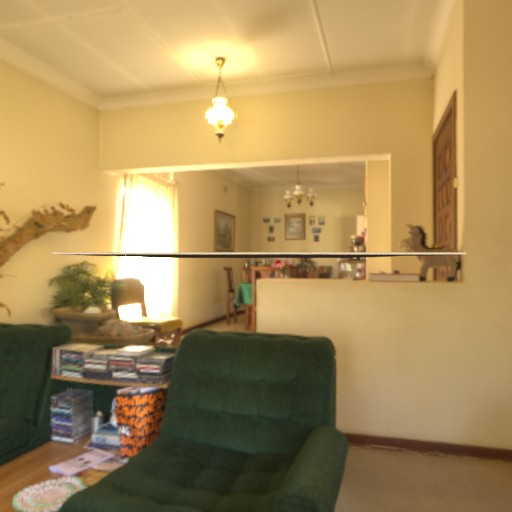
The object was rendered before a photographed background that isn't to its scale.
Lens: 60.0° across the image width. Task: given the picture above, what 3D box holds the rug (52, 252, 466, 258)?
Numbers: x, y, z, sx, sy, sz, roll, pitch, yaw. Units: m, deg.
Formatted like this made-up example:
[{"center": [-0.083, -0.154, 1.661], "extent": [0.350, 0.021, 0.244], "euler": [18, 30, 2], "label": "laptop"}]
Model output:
[{"center": [0.000, 0.000, 4.279], "extent": [2.449, 0.019, 3.357], "euler": [0, -1, -1], "label": "rug"}]
